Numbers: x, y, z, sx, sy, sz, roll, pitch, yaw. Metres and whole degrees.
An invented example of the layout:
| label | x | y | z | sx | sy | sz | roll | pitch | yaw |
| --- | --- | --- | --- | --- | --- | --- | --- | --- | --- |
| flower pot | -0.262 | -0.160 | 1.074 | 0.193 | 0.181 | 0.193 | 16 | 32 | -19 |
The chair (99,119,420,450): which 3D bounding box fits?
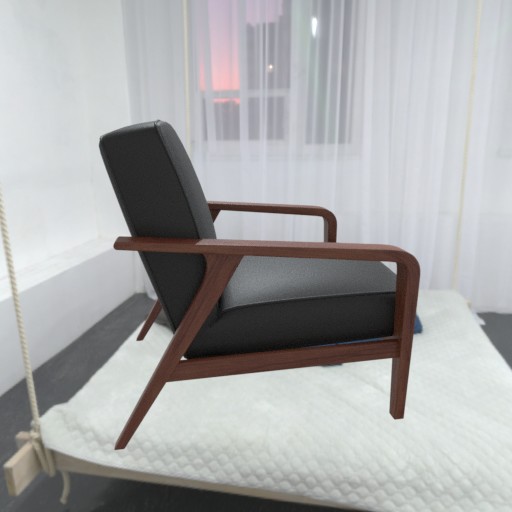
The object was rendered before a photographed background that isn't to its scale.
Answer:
| label | x | y | z | sx | sy | sz | roll | pitch | yaw |
| --- | --- | --- | --- | --- | --- | --- | --- | --- | --- |
| chair | 0.000 | 0.000 | 1.472 | 0.889 | 0.861 | 0.719 | -3 | 16 | -9 |
